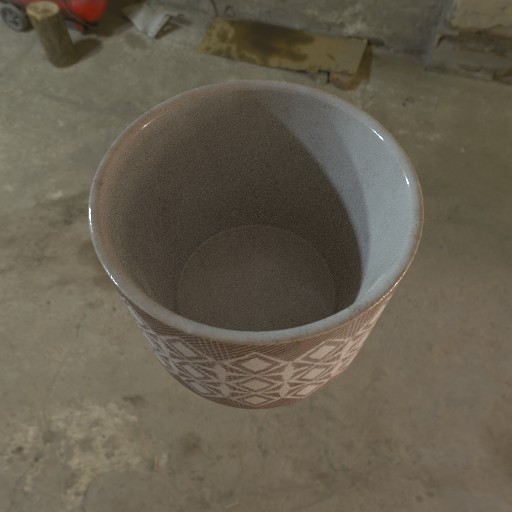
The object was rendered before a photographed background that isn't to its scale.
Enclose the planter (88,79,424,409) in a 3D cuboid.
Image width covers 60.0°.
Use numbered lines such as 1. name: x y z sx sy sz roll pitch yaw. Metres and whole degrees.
1. planter: 0.000 0.000 0.214 0.126 0.104 0.126 0 59 0
